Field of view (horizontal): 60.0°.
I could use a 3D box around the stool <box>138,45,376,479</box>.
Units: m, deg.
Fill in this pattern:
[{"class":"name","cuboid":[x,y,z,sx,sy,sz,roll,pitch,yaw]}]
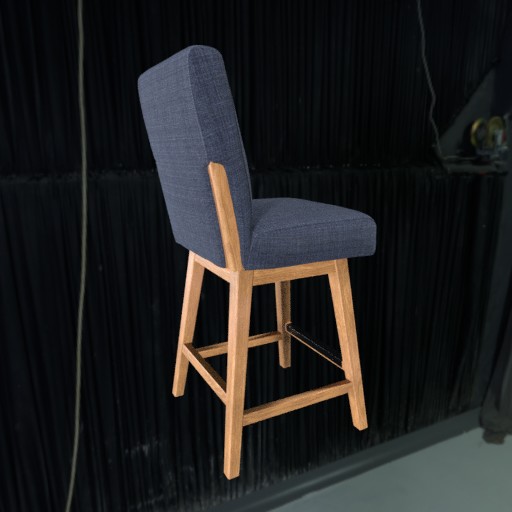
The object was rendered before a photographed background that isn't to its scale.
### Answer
[{"class":"stool","cuboid":[0.000,0.000,1.275,0.526,1.010,0.459,-7,16,-27]}]
